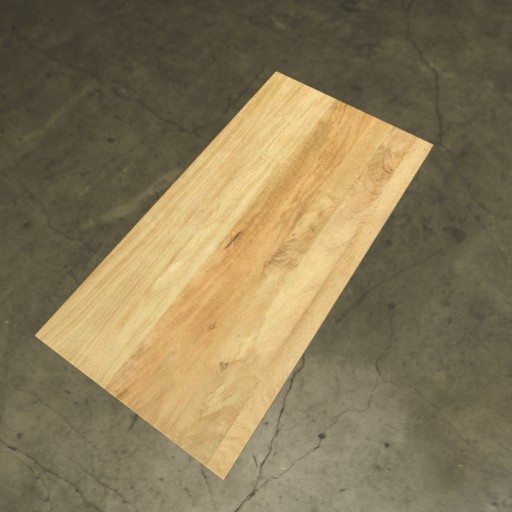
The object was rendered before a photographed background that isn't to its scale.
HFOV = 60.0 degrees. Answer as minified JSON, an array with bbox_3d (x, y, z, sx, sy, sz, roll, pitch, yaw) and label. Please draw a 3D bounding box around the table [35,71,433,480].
[{"bbox_3d":[0.000,0.000,1.673,0.699,0.400,1.348,31,67,14],"label":"table"}]
